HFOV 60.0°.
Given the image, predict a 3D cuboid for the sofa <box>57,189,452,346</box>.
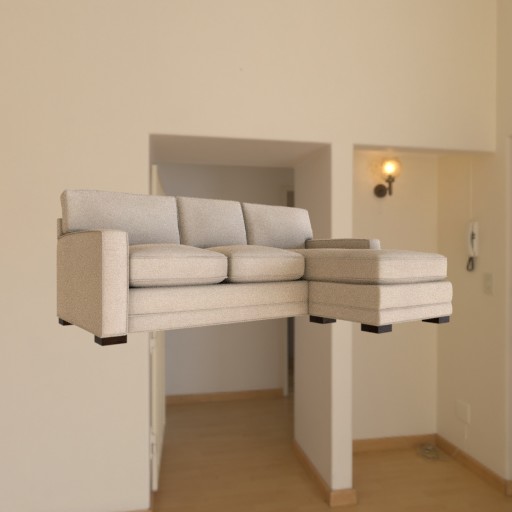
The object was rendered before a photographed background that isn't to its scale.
[{"bbox_3d":[0.000,0.000,2.855,2.087,0.861,1.496,0,0,-36],"label":"sofa"}]
